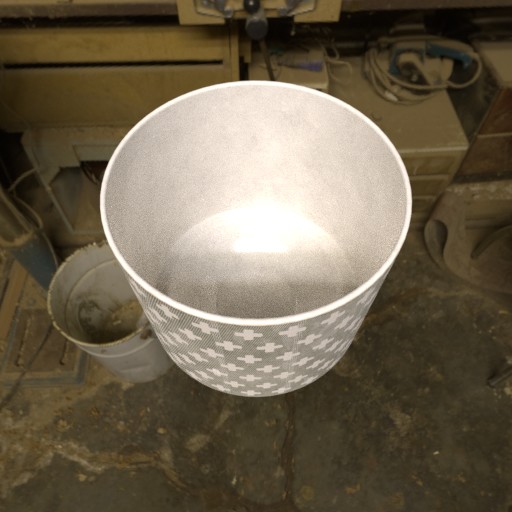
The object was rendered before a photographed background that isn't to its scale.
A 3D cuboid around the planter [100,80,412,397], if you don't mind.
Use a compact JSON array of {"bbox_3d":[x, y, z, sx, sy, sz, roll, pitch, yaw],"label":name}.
[{"bbox_3d":[0.000,0.000,0.351,0.190,0.181,0.190,0,59,0],"label":"planter"}]
